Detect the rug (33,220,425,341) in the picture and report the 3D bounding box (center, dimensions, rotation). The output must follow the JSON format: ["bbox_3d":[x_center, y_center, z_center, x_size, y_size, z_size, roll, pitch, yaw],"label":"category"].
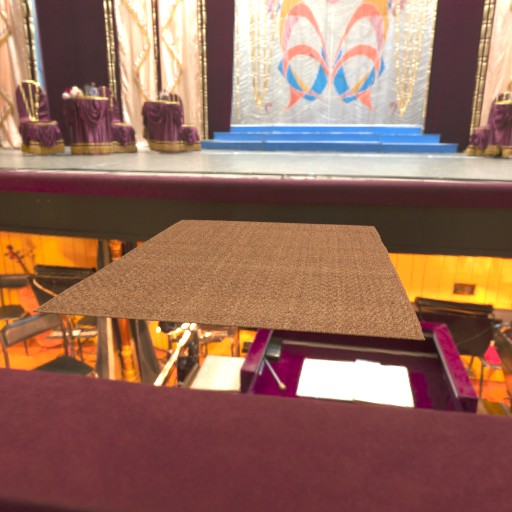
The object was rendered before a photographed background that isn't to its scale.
[{"bbox_3d":[0.000,0.000,4.087,2.439,0.013,3.048,3,16,9],"label":"rug"}]
